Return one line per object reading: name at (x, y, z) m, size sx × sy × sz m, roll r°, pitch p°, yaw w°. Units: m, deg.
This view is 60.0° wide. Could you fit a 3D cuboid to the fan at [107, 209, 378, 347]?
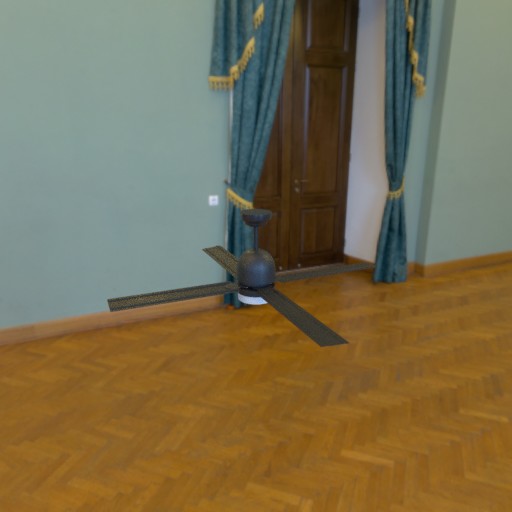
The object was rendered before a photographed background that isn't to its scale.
fan at (0.000, 0.000, 2.028) m, size 1.319 × 0.410 × 1.319 m, roll -8°, pitch 19°, yaw -24°
